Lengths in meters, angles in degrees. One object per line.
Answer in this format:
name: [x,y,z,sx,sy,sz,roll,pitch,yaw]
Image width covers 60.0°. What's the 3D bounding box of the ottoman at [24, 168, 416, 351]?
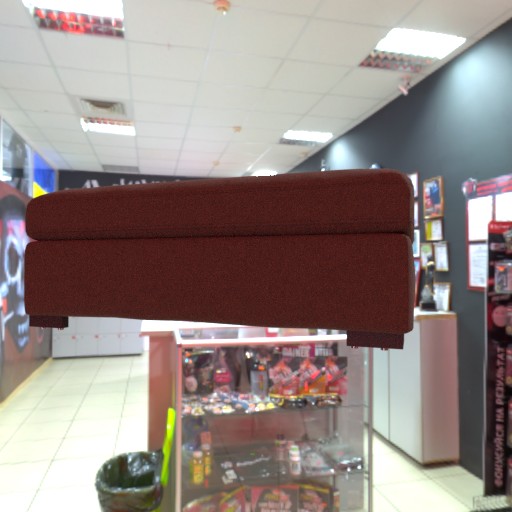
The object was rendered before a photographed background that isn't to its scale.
ottoman: [0.000,0.000,1.749,1.181,0.470,1.181,0,-1,20]
